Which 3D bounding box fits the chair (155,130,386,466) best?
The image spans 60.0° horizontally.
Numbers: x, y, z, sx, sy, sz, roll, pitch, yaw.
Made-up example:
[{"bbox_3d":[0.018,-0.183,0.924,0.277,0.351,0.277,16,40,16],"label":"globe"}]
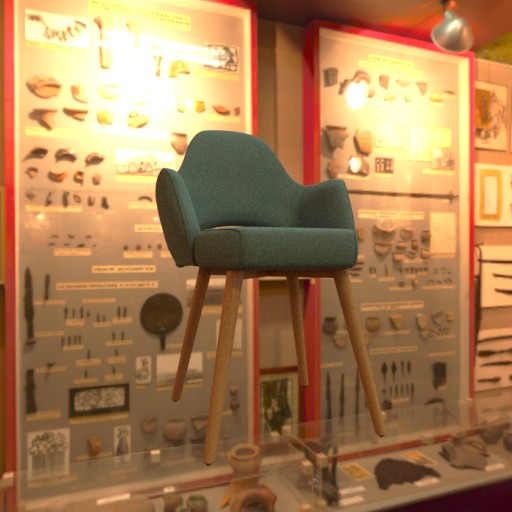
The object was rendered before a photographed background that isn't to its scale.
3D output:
[{"bbox_3d":[0.000,0.000,1.356,0.589,0.920,0.666,0,0,-20],"label":"chair"}]
